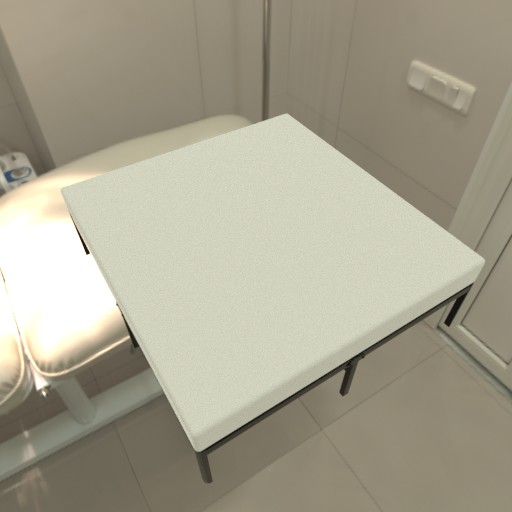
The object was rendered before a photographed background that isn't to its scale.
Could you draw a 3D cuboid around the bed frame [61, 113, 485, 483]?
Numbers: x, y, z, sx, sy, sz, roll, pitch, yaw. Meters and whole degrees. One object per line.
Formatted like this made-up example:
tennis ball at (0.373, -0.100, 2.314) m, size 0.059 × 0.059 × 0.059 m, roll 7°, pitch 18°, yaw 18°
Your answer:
bed frame at (0.000, 0.000, 3.099) m, size 1.963 × 0.659 × 2.079 m, roll -25°, pitch 51°, yaw -22°
